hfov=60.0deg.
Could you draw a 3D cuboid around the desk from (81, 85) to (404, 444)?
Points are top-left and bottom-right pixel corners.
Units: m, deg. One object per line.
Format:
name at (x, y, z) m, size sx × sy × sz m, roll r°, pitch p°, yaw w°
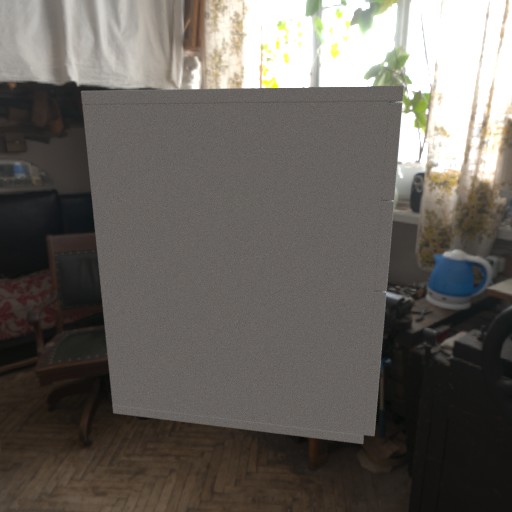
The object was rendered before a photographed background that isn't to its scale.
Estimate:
desk at (0.000, 0.000, 1.076) m, size 0.600 × 0.730 × 0.404 m, roll 3°, pitch 16°, yaw 10°
